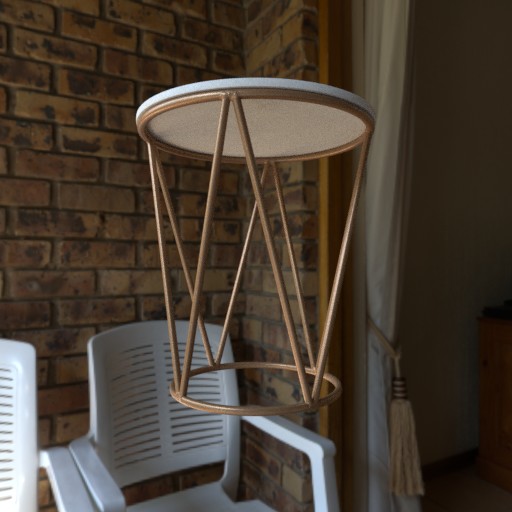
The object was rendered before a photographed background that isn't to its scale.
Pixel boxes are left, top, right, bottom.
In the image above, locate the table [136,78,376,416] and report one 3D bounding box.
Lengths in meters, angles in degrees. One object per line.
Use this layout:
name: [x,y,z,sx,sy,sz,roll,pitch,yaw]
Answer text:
table: [0.000,0.000,0.954,0.500,0.564,0.500,0,-1,0]
